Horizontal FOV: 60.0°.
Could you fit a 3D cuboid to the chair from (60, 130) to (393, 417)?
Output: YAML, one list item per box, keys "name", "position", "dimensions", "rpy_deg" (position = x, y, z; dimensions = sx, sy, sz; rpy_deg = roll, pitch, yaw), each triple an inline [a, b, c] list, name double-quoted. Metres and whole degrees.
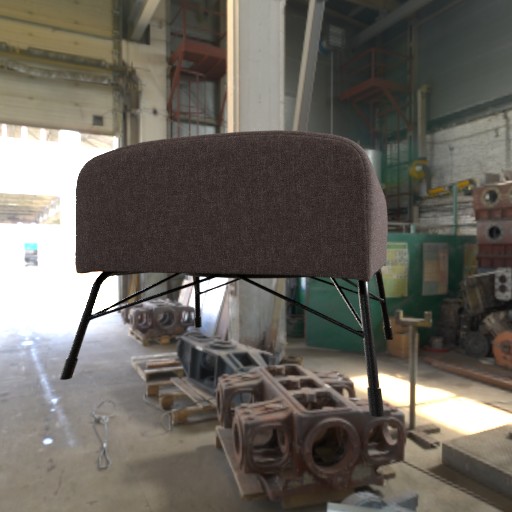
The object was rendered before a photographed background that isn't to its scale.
- name: "chair"
  position: [0.000, 0.000, 0.911]
  dimensions: [0.530, 0.410, 0.530]
  rpy_deg: [0, 1, 19]
